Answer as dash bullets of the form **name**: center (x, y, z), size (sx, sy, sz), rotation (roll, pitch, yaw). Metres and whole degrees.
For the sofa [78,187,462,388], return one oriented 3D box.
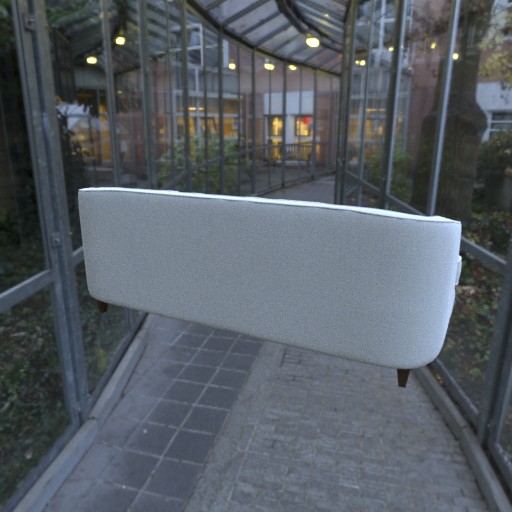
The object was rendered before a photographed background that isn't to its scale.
- **sofa**: center (0.000, 0.000, 2.733), size (2.278, 0.855, 0.941), rotation (8, 18, 26)
